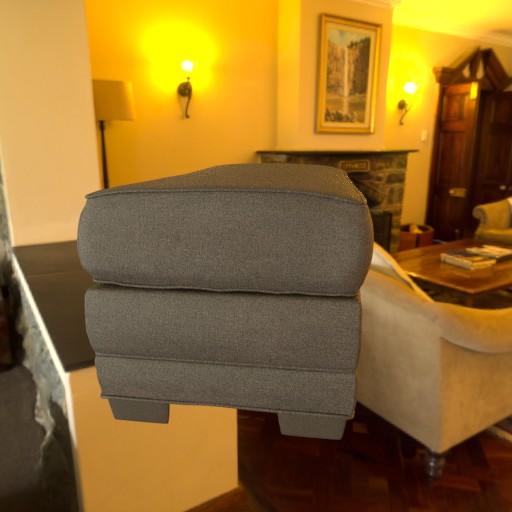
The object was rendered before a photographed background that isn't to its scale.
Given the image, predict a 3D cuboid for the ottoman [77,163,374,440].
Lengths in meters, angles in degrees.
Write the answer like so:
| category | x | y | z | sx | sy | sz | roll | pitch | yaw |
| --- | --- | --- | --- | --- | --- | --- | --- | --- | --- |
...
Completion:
| category | x | y | z | sx | sy | sz | roll | pitch | yaw |
| --- | --- | --- | --- | --- | --- | --- | --- | --- | --- |
| ottoman | 0.000 | 0.000 | 1.124 | 0.490 | 0.448 | 0.864 | 2 | 14 | 8 |
